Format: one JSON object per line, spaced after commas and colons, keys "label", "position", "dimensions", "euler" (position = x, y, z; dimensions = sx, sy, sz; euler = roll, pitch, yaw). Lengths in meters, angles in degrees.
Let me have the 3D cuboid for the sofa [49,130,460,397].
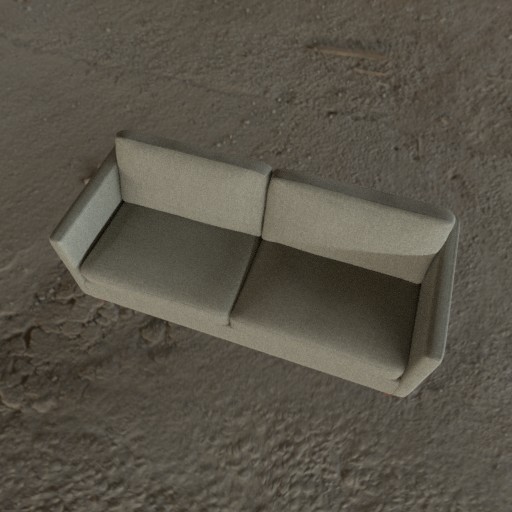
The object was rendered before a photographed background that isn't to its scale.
{"label": "sofa", "position": [0.000, 0.000, 2.749], "dimensions": [2.208, 0.960, 0.956], "euler": [16, 59, 10]}
